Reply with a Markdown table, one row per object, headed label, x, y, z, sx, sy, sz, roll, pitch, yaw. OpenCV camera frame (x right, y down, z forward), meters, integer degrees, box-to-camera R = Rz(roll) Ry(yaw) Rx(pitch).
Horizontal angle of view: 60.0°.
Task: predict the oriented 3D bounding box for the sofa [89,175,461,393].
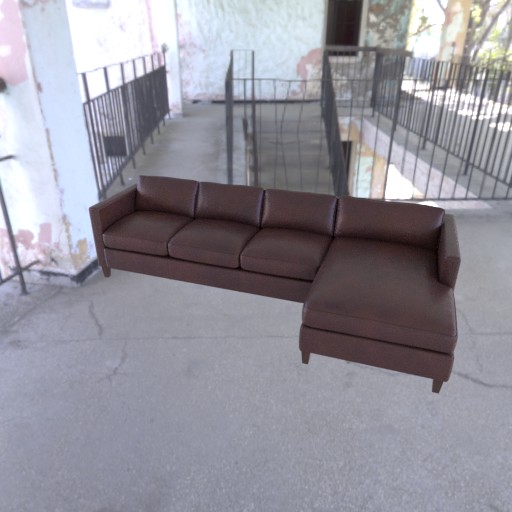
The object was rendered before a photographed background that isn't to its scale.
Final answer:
| label | x | y | z | sx | sy | sz | roll | pitch | yaw |
| --- | --- | --- | --- | --- | --- | --- | --- | --- | --- |
| sofa | 0.000 | 0.000 | 3.875 | 3.203 | 0.883 | 1.581 | 9 | 28 | 17 |
